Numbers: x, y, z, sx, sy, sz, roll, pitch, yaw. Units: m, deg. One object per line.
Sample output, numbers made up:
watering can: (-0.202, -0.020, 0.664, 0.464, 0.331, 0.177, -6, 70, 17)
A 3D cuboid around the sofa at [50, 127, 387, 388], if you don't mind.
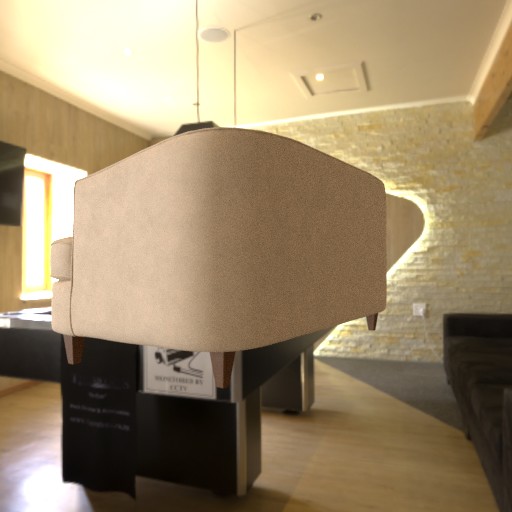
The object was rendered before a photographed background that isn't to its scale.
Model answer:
sofa: (0.000, 0.000, 2.257, 0.940, 0.878, 1.731, 0, 0, 34)
